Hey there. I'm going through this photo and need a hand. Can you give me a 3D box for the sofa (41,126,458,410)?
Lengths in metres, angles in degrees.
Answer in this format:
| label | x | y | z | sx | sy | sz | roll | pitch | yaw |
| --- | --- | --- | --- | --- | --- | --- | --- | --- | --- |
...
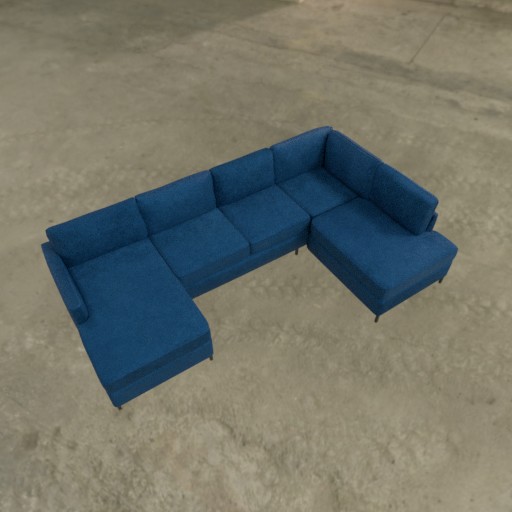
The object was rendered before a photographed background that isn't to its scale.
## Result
| label | x | y | z | sx | sy | sz | roll | pitch | yaw |
| --- | --- | --- | --- | --- | --- | --- | --- | --- | --- |
| sofa | 0.000 | 0.000 | 4.273 | 3.434 | 0.992 | 2.055 | -25 | 51 | -22 |
